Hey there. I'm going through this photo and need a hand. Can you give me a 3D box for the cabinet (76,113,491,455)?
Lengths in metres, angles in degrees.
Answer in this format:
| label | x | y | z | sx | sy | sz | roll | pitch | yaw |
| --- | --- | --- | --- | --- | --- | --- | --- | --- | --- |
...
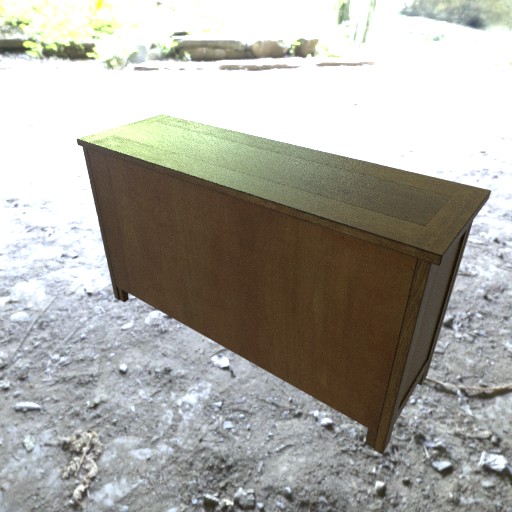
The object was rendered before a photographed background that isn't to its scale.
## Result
| label | x | y | z | sx | sy | sz | roll | pitch | yaw |
| --- | --- | --- | --- | --- | --- | --- | --- | --- | --- |
| cabinet | 0.000 | 0.000 | 1.807 | 1.474 | 0.813 | 0.480 | 22 | 39 | 31 |
